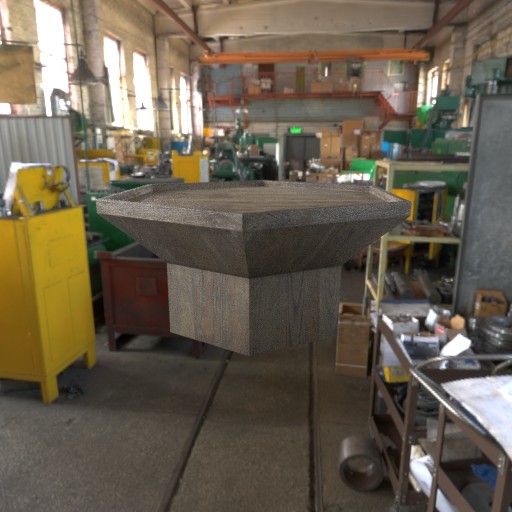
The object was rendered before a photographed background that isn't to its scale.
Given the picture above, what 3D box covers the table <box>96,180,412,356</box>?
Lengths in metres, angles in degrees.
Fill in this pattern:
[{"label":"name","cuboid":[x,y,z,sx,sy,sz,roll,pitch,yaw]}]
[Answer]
[{"label":"table","cuboid":[0.000,0.000,1.680,1.115,0.488,0.966,-7,16,-26]}]
